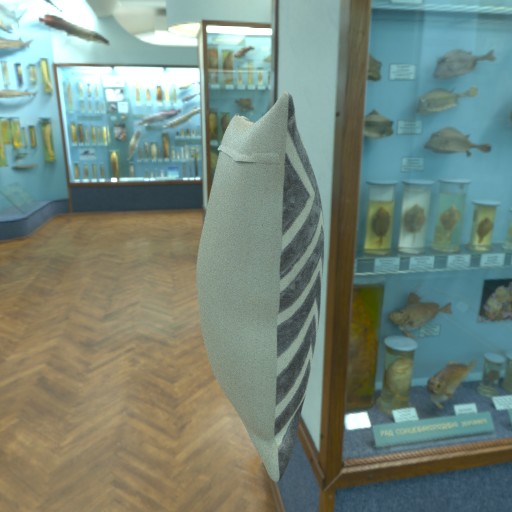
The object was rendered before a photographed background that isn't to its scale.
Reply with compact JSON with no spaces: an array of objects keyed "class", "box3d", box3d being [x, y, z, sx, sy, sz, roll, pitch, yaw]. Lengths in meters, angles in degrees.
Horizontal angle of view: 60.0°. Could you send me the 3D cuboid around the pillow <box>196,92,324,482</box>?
[{"class":"pillow","box3d":[0.000,0.000,0.676,0.182,0.441,0.440,-2,16,-8]}]
